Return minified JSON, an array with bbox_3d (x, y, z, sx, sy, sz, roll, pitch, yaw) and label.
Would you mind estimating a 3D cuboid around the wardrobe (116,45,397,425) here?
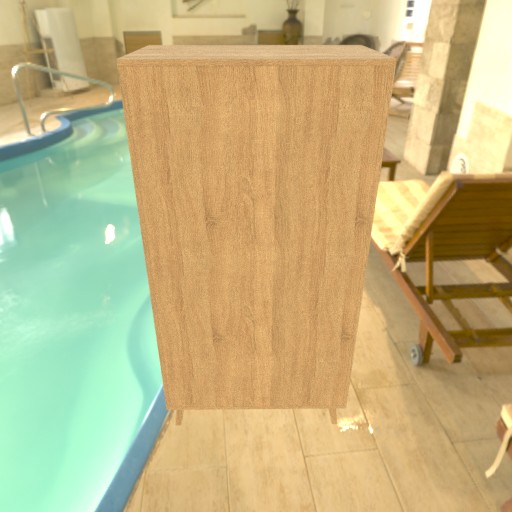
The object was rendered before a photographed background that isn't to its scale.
[{"bbox_3d":[0.000,0.000,2.324,1.000,1.960,0.600,0,30,-1],"label":"wardrobe"}]
